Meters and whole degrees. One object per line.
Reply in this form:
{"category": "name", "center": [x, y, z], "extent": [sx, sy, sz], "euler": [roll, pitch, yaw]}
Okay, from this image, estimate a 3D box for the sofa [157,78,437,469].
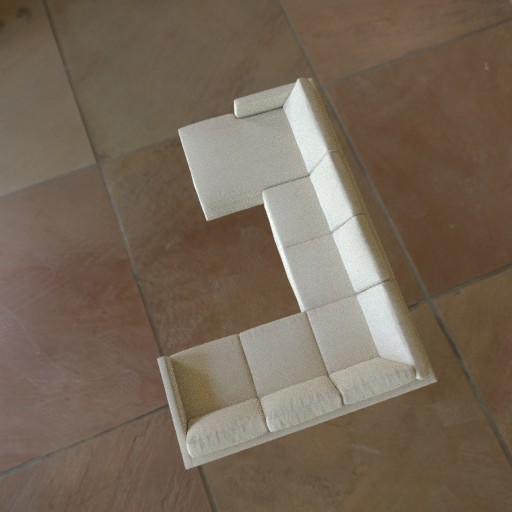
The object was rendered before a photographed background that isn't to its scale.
{"category": "sofa", "center": [0.000, 0.000, 4.650], "extent": [2.448, 0.882, 3.464], "euler": [-18, 76, -5]}
